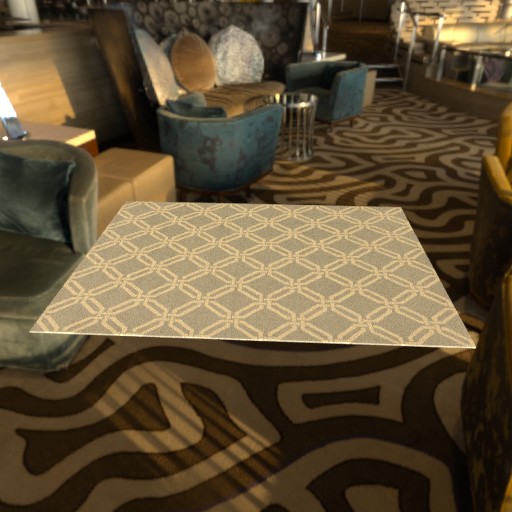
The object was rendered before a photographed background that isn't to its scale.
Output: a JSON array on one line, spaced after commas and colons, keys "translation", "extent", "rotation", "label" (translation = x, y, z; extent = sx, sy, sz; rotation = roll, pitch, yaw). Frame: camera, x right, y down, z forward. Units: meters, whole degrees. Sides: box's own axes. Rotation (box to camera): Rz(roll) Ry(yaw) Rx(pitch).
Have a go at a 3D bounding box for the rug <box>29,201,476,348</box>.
[{"translation": [0.000, 0.000, 4.363], "extent": [3.353, 0.013, 2.438], "rotation": [2, 31, 3], "label": "rug"}]
